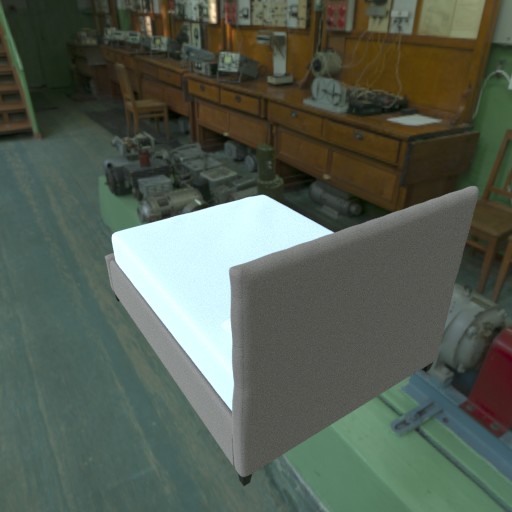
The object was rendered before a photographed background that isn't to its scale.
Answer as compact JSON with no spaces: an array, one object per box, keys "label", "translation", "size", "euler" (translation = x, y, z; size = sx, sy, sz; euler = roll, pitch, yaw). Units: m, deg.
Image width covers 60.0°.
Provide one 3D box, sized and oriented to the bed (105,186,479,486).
[{"label":"bed","translation":[0.000,0.000,3.311],"size":[1.696,1.426,2.233],"euler":[-18,35,-29]}]
